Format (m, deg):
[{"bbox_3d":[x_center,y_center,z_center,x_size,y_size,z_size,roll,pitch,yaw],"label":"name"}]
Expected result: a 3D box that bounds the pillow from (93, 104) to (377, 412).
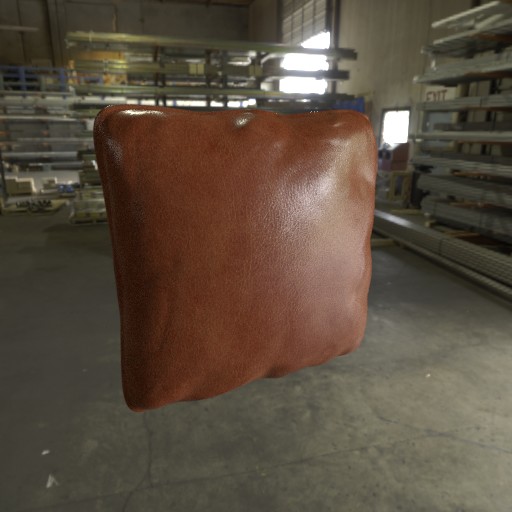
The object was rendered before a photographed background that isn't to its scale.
[{"bbox_3d":[0.000,0.000,0.821,0.532,0.523,0.236,-8,18,-26],"label":"pillow"}]
